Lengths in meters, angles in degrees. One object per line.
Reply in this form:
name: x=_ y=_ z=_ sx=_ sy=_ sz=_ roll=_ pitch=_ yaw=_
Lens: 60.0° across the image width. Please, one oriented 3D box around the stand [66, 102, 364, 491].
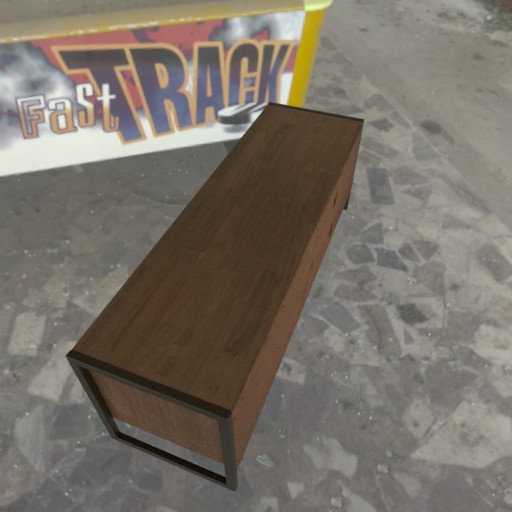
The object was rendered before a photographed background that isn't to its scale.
stand: x=0.000 y=0.000 z=1.724 sx=0.454 sy=0.506 sz=1.480 roll=16 pitch=47 yaw=15
